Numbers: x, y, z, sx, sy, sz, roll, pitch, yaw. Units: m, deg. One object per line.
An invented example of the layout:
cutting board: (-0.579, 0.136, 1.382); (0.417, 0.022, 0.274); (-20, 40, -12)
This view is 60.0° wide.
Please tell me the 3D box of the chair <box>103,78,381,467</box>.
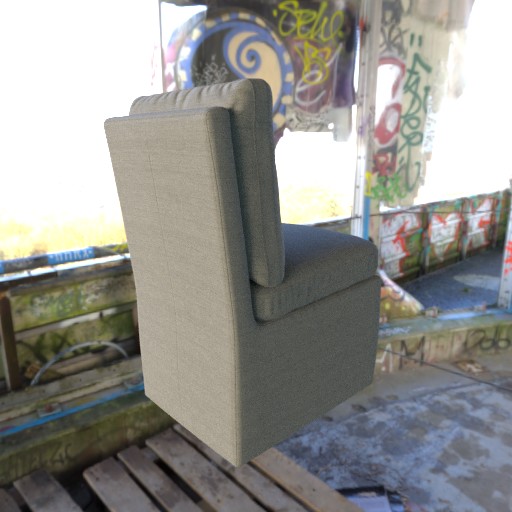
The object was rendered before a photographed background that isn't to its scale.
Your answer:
chair: (0.000, 0.000, 1.342); (0.698, 0.927, 0.503); (-13, 19, -41)
